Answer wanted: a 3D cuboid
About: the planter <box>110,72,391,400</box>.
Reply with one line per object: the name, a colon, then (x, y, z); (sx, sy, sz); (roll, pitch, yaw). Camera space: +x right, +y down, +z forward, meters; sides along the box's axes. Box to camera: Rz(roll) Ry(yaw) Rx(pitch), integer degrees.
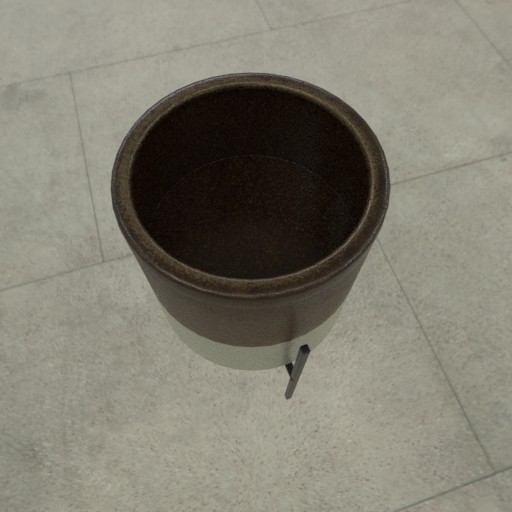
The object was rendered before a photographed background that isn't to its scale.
planter: (0.000, 0.000, 0.560); (0.255, 0.375, 0.269); (34, 68, 16)
